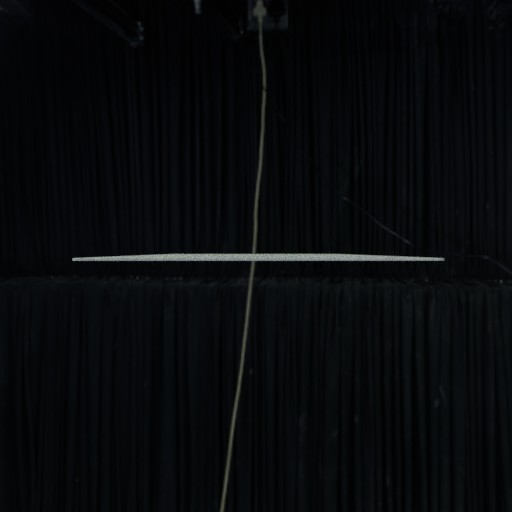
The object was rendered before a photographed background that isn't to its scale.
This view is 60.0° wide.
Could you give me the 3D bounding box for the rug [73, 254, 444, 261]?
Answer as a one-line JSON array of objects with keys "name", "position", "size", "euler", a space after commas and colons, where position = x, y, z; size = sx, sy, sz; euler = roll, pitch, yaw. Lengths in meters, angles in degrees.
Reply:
[{"name": "rug", "position": [0.000, 0.000, 2.233], "size": [1.143, 0.008, 1.753], "euler": [0, 1, -1]}]
